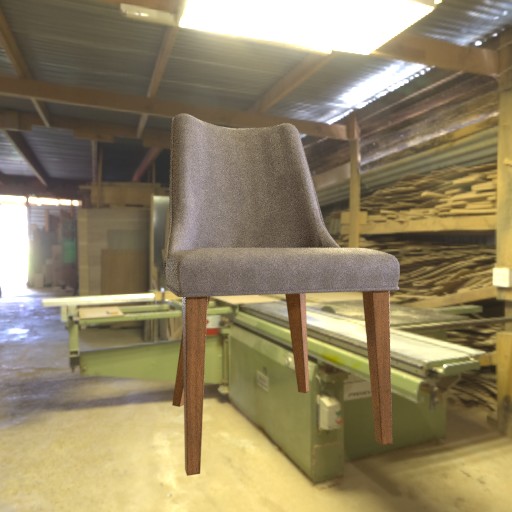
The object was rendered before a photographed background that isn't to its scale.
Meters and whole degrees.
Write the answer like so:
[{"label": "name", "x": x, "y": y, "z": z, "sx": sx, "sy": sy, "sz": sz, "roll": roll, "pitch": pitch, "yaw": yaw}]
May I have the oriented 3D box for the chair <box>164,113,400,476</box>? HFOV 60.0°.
[{"label": "chair", "x": 0.000, "y": 0.000, "z": 1.299, "sx": 0.548, "sy": 0.916, "sz": 0.636, "roll": 0, "pitch": 1, "yaw": -18}]
